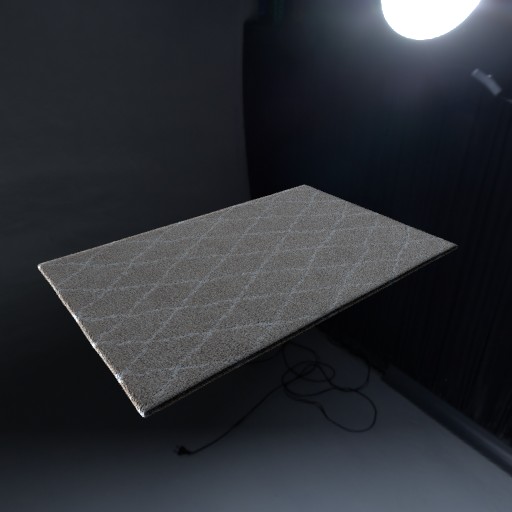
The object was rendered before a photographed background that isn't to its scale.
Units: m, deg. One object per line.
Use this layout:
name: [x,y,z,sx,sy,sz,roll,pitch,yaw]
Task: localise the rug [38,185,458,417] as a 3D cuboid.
rug: [0.000,0.000,3.425,2.743,0.030,1.778,-21,36,-33]
